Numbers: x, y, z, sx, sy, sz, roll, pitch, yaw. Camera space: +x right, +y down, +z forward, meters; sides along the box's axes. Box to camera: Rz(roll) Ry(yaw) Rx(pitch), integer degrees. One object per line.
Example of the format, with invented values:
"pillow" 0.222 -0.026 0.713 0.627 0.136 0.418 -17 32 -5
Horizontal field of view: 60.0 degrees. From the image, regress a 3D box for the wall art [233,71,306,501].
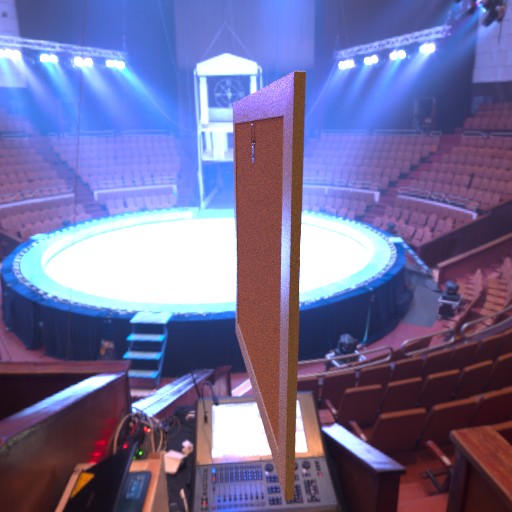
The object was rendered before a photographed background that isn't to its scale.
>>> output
"wall art" 0.000 0.000 0.835 0.015 0.577 0.572 -3 16 -9
